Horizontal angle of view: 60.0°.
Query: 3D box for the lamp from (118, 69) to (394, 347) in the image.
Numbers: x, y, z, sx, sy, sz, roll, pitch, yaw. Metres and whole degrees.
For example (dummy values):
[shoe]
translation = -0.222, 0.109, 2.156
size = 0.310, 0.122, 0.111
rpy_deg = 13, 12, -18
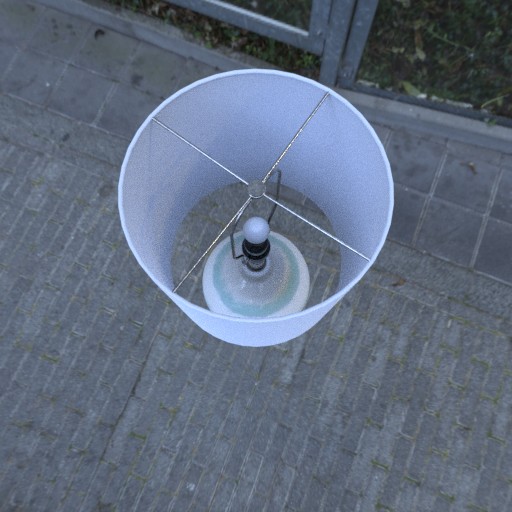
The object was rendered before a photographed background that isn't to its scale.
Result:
[lamp]
translation = 0.000, 0.000, 0.542
size = 0.217, 0.404, 0.217
rpy_deg = 34, 77, 9
